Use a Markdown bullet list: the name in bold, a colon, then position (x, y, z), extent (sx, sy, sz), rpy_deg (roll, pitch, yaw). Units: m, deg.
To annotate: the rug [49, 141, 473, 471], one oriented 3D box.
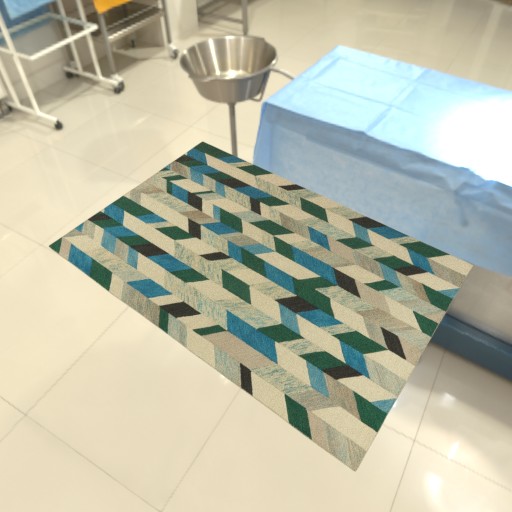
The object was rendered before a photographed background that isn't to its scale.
- **rug**: position (0.000, 0.000, 2.279), extent (1.827, 0.005, 1.229), rpy_deg (29, 54, 24)
